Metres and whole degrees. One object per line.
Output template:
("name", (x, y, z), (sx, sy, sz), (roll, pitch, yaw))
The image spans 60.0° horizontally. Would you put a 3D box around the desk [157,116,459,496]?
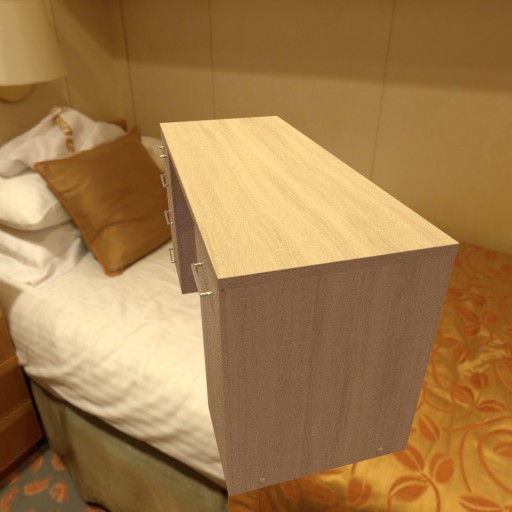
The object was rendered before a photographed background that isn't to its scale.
("desk", (0.000, 0.000, 1.725), (0.600, 0.740, 1.390), (-8, 31, -13))
